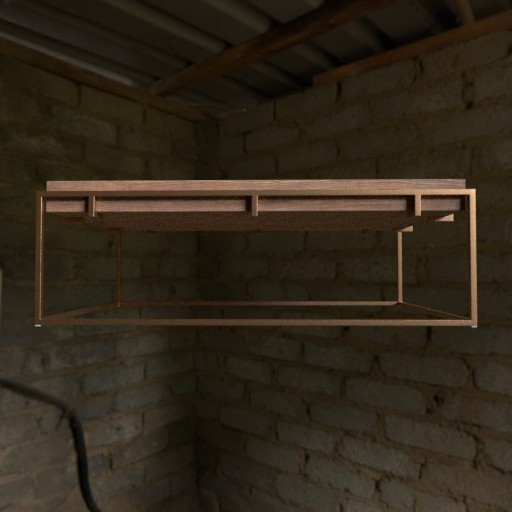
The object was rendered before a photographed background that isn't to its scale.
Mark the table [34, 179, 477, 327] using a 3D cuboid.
[{"bbox_3d":[0.000,0.000,1.780,1.387,0.468,0.775,0,-2,1],"label":"table"}]
